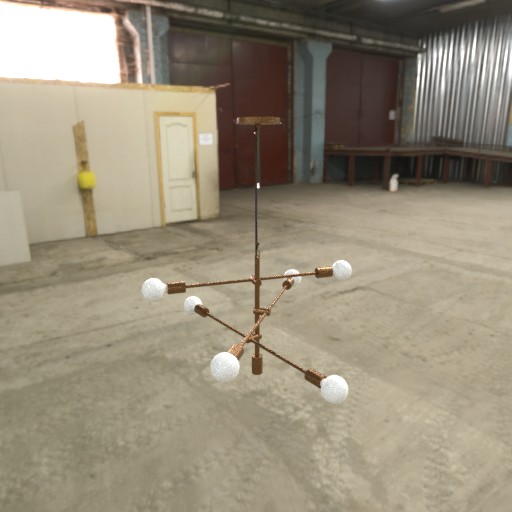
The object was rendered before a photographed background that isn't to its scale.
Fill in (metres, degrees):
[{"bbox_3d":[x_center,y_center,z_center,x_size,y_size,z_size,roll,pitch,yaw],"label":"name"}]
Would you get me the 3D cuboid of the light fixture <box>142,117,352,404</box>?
[{"bbox_3d":[0.000,0.000,1.250,0.637,0.744,0.682,-2,15,-8],"label":"light fixture"}]
